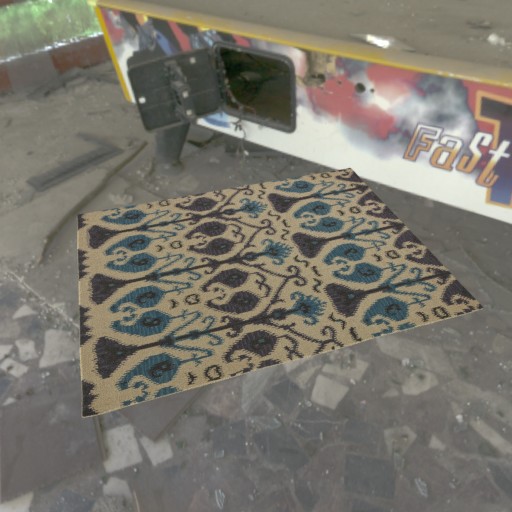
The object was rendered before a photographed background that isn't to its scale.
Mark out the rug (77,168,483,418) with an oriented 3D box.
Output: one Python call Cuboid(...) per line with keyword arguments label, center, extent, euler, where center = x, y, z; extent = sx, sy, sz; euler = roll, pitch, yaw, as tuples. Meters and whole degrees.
Cuboid(label="rug", center=(0.000, 0.000, 4.202), extent=(3.228, 0.024, 2.443), euler=(-12, 42, -13))
